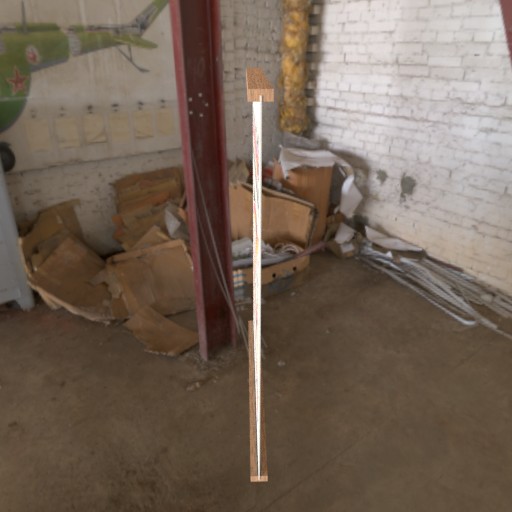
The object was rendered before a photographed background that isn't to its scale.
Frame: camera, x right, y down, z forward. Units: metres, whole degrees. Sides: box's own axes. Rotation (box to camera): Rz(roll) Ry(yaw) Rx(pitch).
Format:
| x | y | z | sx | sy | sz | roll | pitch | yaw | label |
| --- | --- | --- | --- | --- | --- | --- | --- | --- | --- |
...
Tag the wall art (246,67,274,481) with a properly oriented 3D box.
| x | y | z | sx | sy | sz | roll | pitch | yaw | label |
| --- | --- | --- | --- | --- | --- | --- | --- | --- | --- |
| 0.000 | 0.000 | 0.805 | 0.028 | 0.609 | 0.456 | -1 | 26 | -1 | wall art |
